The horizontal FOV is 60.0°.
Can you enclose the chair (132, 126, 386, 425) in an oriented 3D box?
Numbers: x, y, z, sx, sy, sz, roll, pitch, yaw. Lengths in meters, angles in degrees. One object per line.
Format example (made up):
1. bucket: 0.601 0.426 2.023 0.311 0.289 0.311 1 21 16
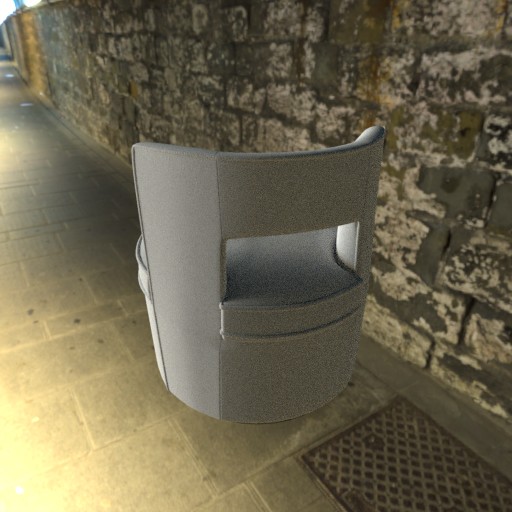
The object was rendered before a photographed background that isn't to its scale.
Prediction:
1. chair: 0.000 0.000 1.249 0.650 0.723 0.665 -9 28 -17
